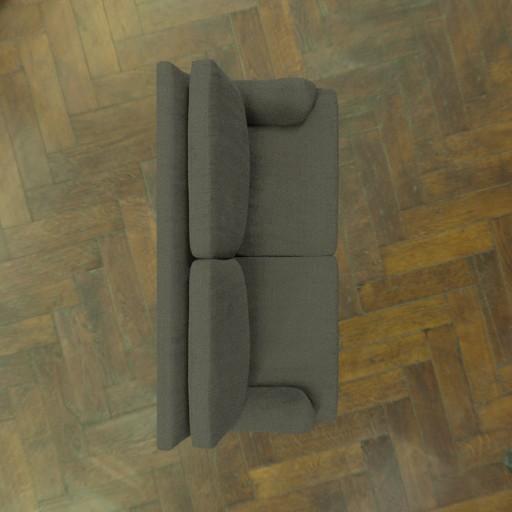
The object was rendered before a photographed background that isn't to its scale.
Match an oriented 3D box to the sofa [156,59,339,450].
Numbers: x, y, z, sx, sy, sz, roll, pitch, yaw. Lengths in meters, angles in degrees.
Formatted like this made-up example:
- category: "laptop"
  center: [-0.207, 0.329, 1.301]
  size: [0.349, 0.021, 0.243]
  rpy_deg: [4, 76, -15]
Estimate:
- category: "sofa"
  center: [0.000, 0.000, 2.818]
  size: [1.086, 1.087, 2.165]
  rpy_deg: [0, 90, -1]
